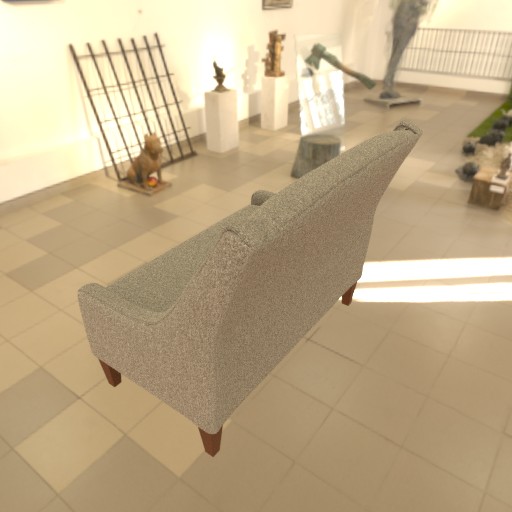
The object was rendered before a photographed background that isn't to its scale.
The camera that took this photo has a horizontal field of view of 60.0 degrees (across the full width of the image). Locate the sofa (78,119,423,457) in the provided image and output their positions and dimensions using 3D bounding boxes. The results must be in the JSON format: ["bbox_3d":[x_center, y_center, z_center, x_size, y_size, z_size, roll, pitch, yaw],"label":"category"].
[{"bbox_3d":[0.000,0.000,1.908,0.862,1.026,1.242,21,37,30],"label":"sofa"}]
